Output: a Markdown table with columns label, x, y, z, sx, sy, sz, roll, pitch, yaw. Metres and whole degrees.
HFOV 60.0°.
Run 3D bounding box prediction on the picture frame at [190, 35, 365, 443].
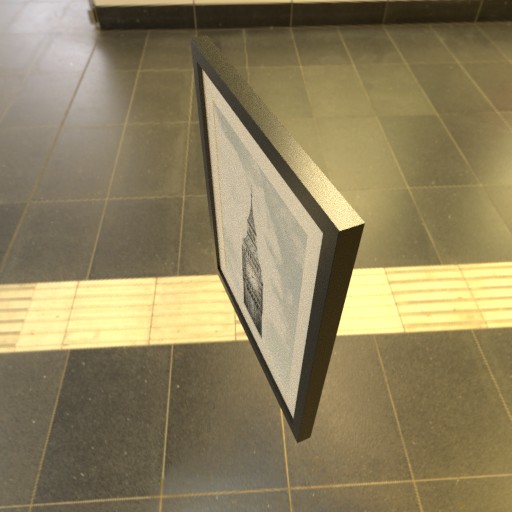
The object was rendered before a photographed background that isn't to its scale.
| label | x | y | z | sx | sy | sz | roll | pitch | yaw |
| --- | --- | --- | --- | --- | --- | --- | --- | --- | --- |
| picture frame | 0.000 | 0.000 | 0.760 | 0.028 | 0.556 | 0.460 | -17 | 51 | -15 |
